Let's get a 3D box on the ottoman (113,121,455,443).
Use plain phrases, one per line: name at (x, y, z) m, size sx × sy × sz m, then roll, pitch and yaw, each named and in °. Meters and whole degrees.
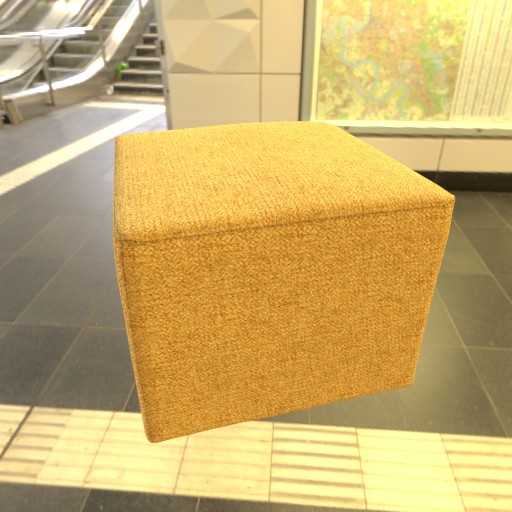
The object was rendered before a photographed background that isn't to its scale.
ottoman at (0.000, 0.000, 0.898) m, size 0.505 × 0.441 × 0.512 m, roll -8°, pitch 31°, yaw -13°
